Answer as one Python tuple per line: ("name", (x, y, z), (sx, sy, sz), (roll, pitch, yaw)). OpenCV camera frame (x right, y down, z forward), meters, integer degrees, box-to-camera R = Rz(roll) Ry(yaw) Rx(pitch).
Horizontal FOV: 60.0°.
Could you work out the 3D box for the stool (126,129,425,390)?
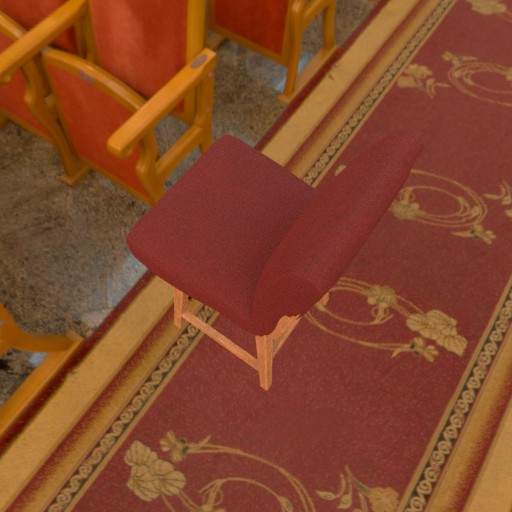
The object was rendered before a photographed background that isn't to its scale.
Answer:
("stool", (0.000, 0.000, 1.321), (0.562, 1.038, 0.468), (32, 68, 15))
